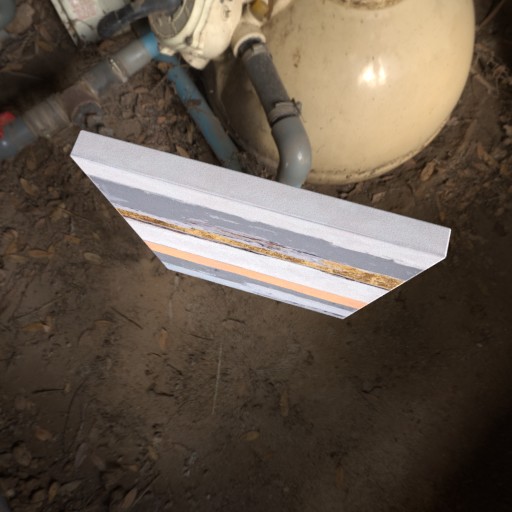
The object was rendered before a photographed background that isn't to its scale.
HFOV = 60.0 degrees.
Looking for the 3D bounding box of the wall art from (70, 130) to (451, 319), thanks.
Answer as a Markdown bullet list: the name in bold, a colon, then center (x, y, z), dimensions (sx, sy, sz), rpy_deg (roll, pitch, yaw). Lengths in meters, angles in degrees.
- **wall art**: center (0.000, 0.000, 0.813), dimensions (0.456, 0.609, 0.038), rpy_deg (16, 76, 4)
